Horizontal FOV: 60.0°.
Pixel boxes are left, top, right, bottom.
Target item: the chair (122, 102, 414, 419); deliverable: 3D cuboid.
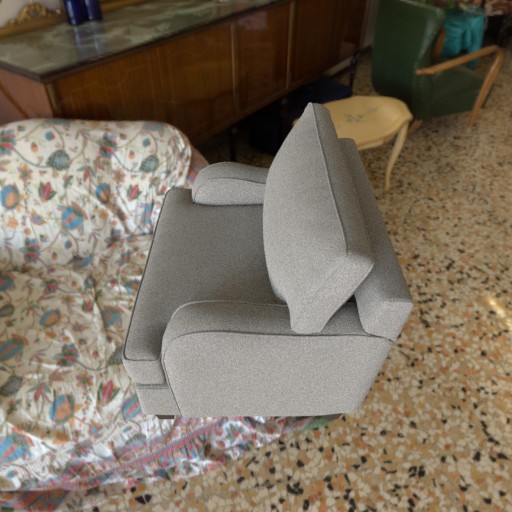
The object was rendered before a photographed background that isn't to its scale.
[{"bbox_3d":[0.000,0.000,2.084,1.040,1.016,1.220,0,41,0],"label":"chair"}]
